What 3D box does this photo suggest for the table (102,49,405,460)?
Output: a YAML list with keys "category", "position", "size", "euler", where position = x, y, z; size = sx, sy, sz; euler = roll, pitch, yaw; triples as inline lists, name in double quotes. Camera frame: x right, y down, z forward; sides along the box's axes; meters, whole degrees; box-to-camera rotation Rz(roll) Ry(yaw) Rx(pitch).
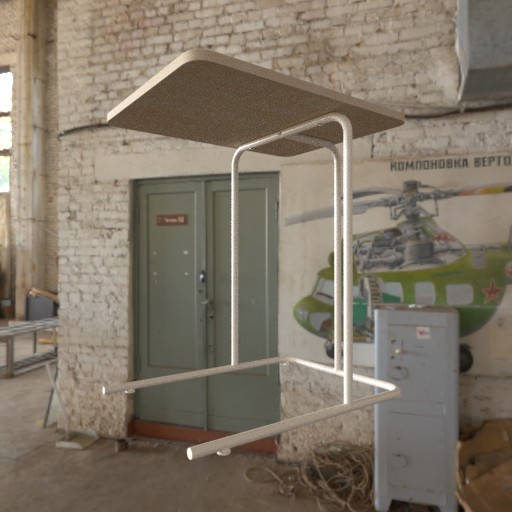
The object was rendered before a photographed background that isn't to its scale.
- category: "table"
  position: [0.000, 0.000, 0.870]
  size: [0.480, 0.550, 0.370]
  euler: [0, -1, -37]
